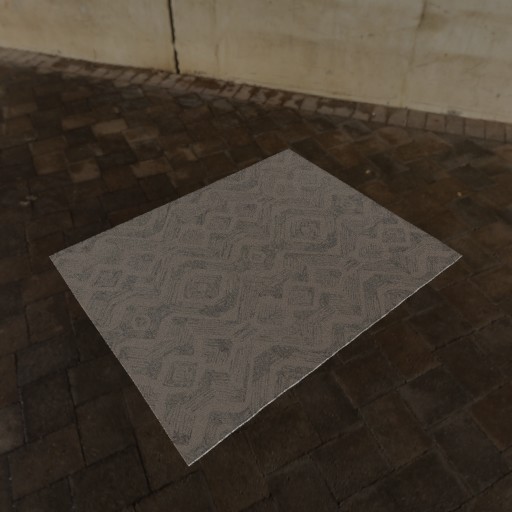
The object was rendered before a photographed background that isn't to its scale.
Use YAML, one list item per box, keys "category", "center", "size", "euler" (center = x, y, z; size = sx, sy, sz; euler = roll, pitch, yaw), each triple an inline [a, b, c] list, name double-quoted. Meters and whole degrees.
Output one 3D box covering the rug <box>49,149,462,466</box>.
- category: "rug"
  center: [0.000, 0.000, 4.173]
  size: [3.054, 0.030, 2.430]
  euler: [-29, 52, -26]
